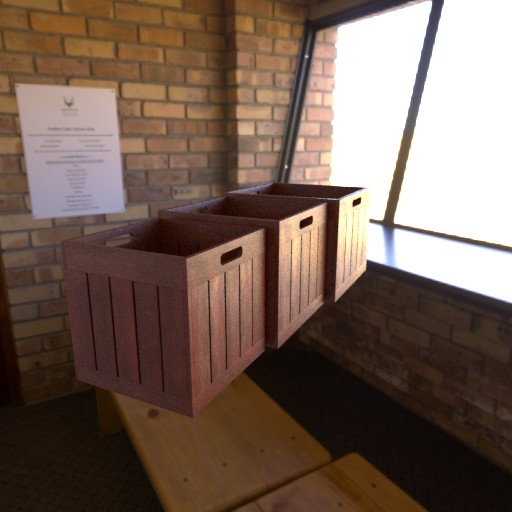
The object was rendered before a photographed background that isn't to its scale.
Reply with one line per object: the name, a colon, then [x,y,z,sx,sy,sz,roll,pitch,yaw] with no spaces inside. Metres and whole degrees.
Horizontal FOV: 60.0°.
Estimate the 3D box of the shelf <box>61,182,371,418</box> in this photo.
shelf: [0.000,0.000,1.267,0.393,0.311,1.064,7,16,26]
